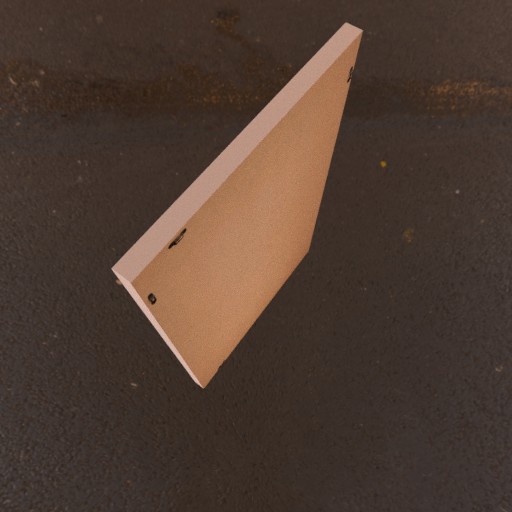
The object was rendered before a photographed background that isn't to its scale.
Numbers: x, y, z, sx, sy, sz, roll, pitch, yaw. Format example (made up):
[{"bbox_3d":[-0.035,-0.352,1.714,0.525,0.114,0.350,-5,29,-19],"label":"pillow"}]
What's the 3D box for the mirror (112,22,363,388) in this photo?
[{"bbox_3d":[0.000,0.000,1.114,0.041,0.915,0.609,34,69,15],"label":"mirror"}]
